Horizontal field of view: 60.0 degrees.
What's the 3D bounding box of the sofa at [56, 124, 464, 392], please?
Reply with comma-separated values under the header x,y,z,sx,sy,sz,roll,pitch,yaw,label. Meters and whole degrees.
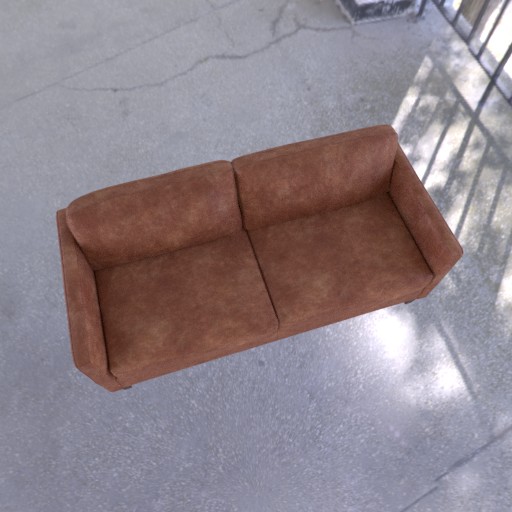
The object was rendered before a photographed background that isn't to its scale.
x,y,z,sx,sy,sz,roll,pitch,yaw,label
0.000,0.000,2.498,1.971,0.863,0.923,-15,63,-8,sofa
